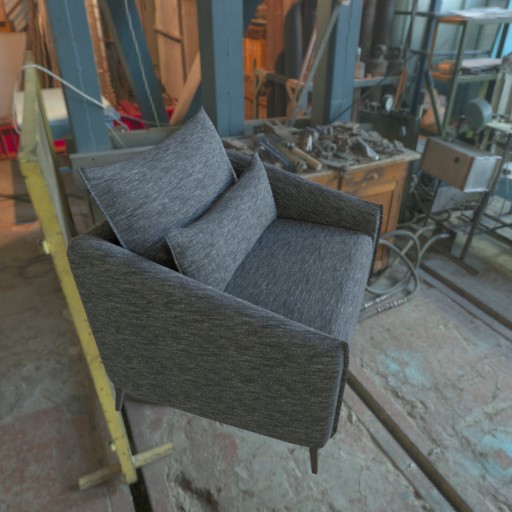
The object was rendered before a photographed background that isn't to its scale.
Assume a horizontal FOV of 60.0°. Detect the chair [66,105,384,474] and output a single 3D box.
[{"bbox_3d":[0.000,0.000,1.591,0.805,0.842,1.004,10,33,16],"label":"chair"}]
